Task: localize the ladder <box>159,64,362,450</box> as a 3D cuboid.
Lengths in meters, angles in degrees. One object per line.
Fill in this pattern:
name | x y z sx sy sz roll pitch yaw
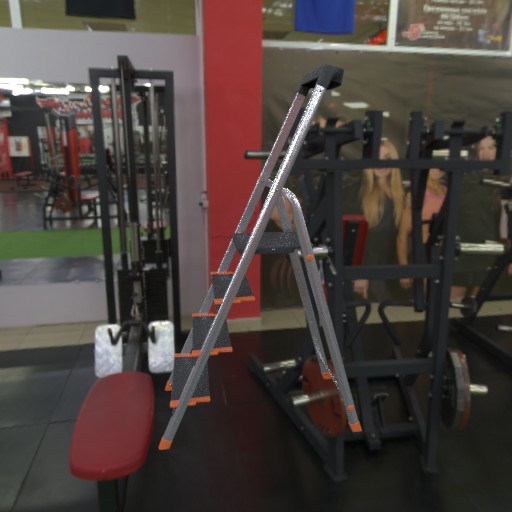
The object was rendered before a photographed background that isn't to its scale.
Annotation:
ladder | 0.000 0.000 1.827 0.834 1.429 0.452 -2 15 -8
